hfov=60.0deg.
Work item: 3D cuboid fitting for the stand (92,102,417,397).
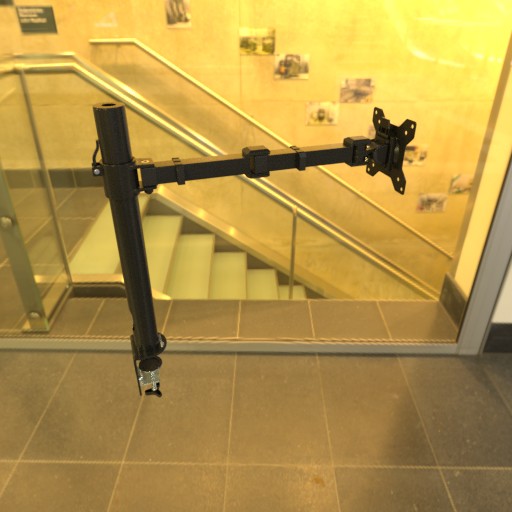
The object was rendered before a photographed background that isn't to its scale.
[{"bbox_3d":[0.000,0.000,0.736,0.456,0.510,0.115,-10,32,-16],"label":"stand"}]
